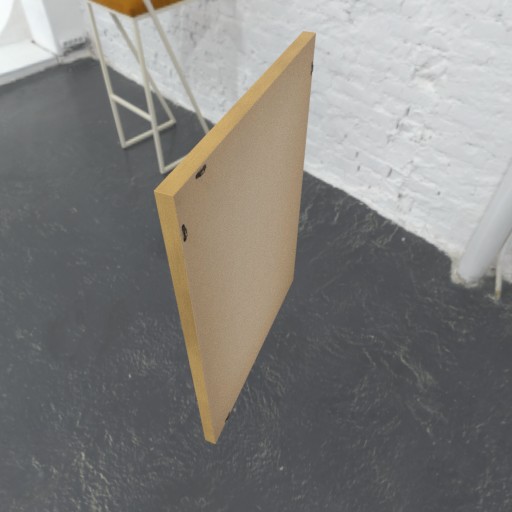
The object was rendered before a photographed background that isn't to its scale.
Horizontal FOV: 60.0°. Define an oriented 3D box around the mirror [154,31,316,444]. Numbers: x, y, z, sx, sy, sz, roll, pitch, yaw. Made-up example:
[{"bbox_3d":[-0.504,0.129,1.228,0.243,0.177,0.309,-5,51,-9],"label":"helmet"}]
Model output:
[{"bbox_3d":[0.000,0.000,1.320,0.041,1.016,0.762,17,48,16],"label":"mirror"}]
